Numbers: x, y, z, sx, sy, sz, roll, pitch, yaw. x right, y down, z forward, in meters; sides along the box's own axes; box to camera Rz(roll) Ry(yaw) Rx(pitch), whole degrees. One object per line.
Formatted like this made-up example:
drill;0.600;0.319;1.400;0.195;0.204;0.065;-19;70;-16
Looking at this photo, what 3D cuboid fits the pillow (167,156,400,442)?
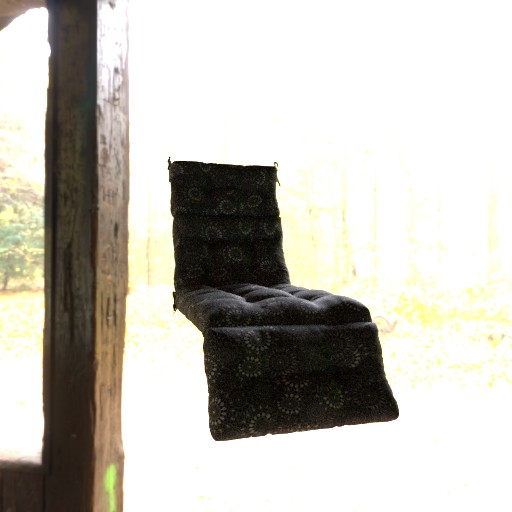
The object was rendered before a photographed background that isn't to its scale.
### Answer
pillow;0.000;0.000;1.524;0.526;0.863;1.016;0;0;-17
